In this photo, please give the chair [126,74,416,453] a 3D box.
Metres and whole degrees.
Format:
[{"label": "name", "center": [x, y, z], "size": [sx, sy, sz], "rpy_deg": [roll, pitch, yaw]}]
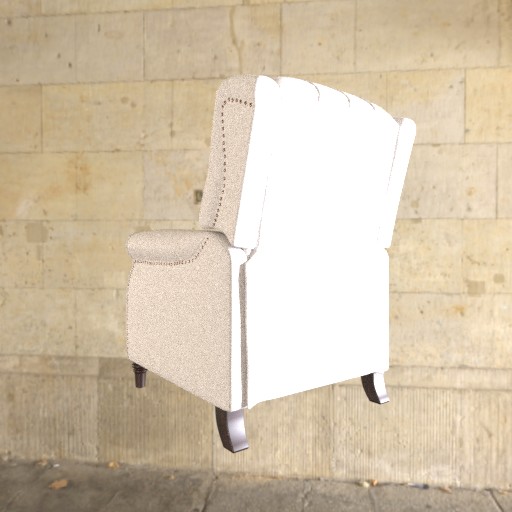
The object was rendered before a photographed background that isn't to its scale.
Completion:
[{"label": "chair", "center": [0.000, 0.000, 1.629], "size": [0.742, 1.035, 0.902], "rpy_deg": [-1, 1, -37]}]
